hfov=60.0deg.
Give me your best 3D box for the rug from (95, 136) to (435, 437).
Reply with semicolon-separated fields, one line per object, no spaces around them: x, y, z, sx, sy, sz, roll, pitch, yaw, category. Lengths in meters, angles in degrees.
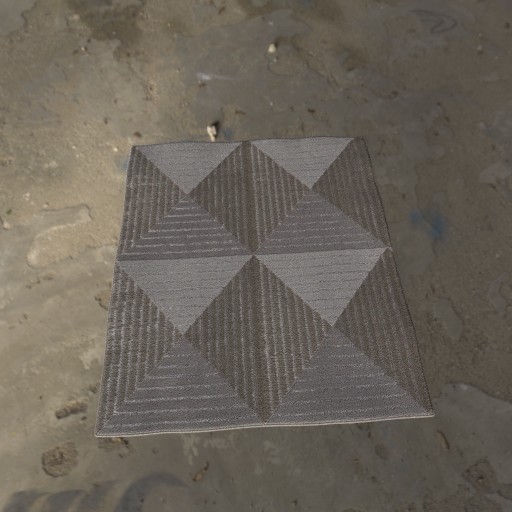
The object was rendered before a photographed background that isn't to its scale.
0.000;0.000;0.870;0.551;0.008;0.642;-3;58;-2;rug
